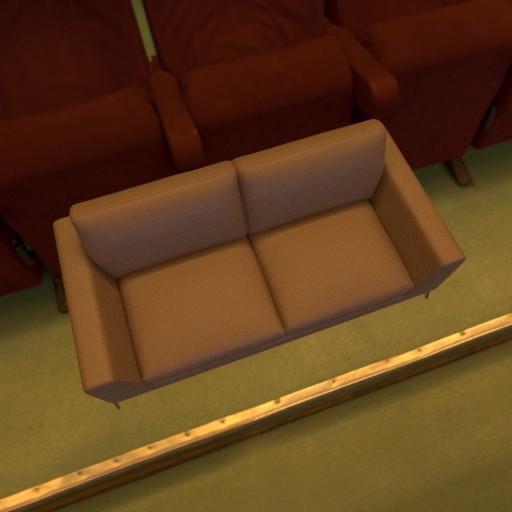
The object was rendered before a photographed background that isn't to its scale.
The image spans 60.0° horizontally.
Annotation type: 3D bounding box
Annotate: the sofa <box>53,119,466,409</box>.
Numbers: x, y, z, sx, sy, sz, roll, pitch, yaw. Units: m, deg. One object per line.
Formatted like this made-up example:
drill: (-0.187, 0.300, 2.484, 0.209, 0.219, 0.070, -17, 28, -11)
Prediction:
sofa: (0.000, 0.000, 2.491, 2.017, 0.875, 0.953, -18, 66, -8)
